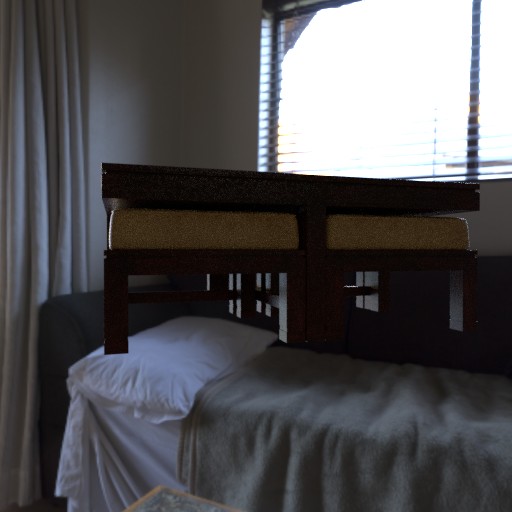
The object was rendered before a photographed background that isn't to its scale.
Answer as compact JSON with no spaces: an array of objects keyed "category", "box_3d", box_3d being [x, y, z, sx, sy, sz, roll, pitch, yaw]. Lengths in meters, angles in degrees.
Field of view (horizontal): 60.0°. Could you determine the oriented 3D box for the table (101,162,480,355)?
[{"category":"table","box_3d":[0.000,0.000,1.358,0.865,0.356,0.865,0,1,-17]}]
